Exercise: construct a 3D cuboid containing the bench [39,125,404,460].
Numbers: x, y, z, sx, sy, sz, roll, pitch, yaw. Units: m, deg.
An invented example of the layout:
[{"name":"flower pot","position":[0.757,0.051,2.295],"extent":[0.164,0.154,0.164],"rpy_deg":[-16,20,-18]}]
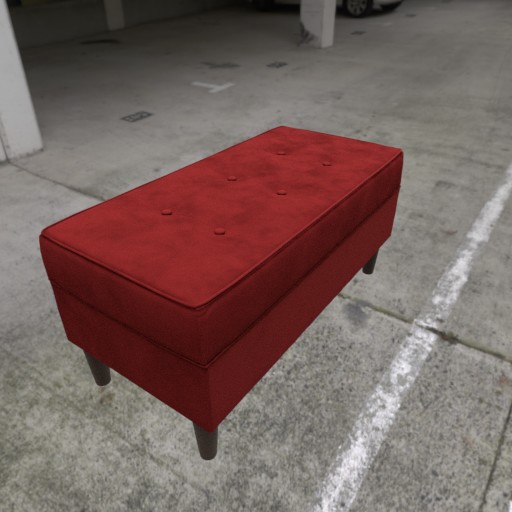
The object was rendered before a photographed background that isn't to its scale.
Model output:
[{"name":"bench","position":[0.000,0.000,1.308],"extent":[0.492,0.471,1.016],"rpy_deg":[21,38,29]}]
